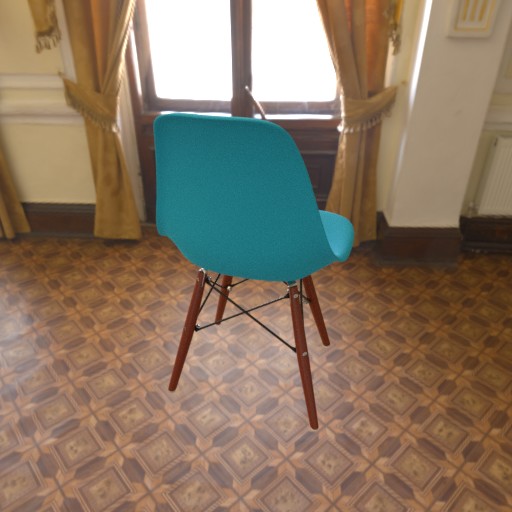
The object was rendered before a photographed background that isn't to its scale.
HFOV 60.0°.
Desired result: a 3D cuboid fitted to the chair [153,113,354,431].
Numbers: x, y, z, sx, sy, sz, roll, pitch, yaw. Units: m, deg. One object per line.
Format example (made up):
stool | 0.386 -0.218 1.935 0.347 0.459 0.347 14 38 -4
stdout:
chair | 0.000 0.000 1.134 0.470 0.826 0.533 9 32 14
